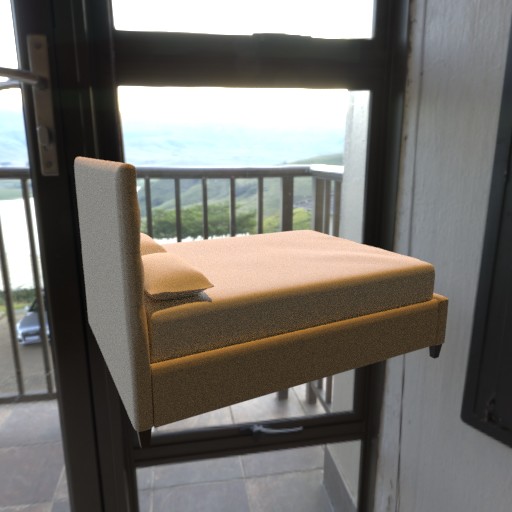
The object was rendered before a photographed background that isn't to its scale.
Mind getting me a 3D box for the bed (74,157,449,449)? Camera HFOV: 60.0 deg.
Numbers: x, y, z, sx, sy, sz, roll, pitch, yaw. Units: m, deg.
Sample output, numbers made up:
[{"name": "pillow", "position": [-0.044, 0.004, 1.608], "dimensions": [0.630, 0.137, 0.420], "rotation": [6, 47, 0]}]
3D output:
[{"name": "bed", "position": [0.000, 0.000, 3.281], "dimensions": [2.233, 1.426, 1.696], "rotation": [-7, 15, -27]}]
